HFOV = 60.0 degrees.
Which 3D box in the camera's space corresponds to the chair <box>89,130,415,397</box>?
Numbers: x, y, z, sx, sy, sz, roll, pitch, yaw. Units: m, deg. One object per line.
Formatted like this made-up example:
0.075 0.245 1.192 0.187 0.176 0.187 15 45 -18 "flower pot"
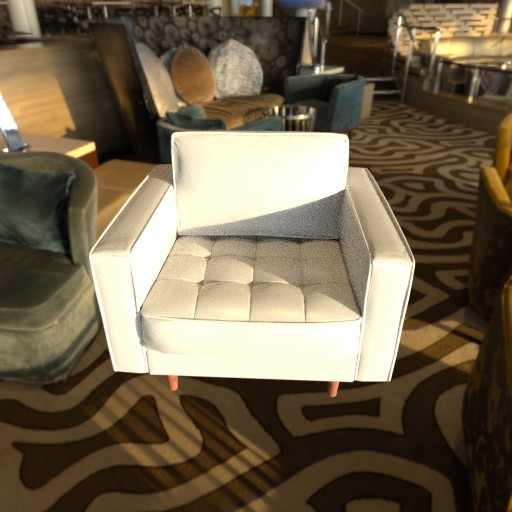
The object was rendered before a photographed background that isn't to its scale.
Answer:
0.000 0.000 1.586 0.928 0.773 0.843 1 30 3 "chair"
